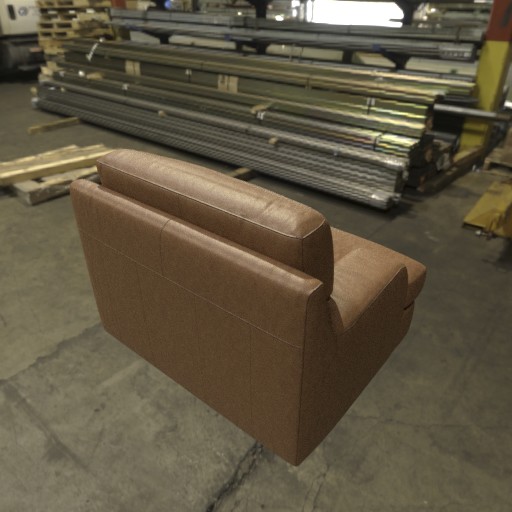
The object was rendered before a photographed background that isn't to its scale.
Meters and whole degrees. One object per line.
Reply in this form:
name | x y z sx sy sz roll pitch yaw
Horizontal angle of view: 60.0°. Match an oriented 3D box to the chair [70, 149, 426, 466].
chair | 0.000 0.000 2.013 1.276 0.978 1.050 24 39 32
